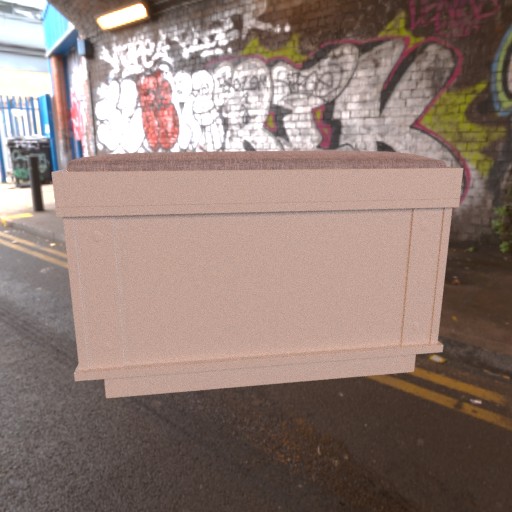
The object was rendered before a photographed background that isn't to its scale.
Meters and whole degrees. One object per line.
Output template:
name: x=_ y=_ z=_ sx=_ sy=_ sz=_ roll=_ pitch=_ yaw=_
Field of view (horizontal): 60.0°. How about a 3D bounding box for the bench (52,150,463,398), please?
bench: x=0.000 y=0.000 z=1.002 sx=0.734 sy=0.461 sz=0.362 roll=-2 pitch=15 yaw=-9
